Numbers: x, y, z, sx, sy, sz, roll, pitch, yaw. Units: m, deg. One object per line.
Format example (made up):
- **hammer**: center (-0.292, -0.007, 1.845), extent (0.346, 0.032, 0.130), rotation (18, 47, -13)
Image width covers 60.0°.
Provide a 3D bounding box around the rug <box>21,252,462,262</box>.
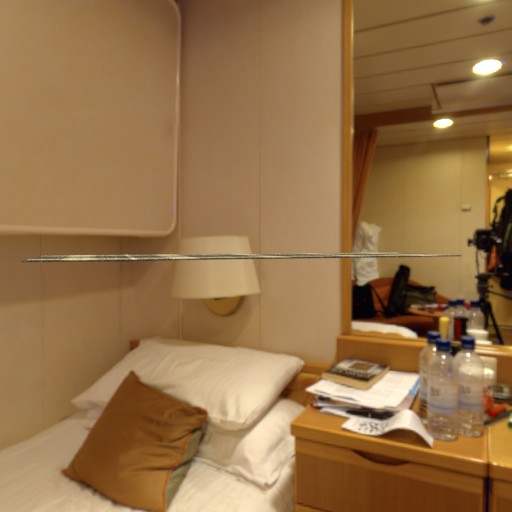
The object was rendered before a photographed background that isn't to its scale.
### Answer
- **rug**: center (0.000, 0.000, 2.683), extent (2.434, 0.012, 0.760), rotation (-1, 2, -19)
